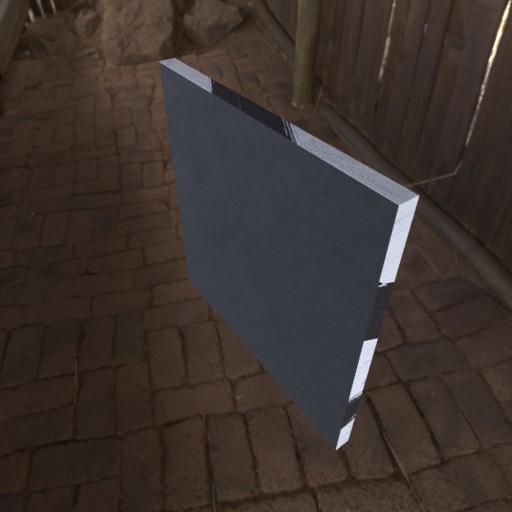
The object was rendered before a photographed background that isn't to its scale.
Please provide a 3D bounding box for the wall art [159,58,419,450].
[{"bbox_3d":[0.000,0.000,1.131,0.046,0.765,0.765,-26,47,-26],"label":"wall art"}]
